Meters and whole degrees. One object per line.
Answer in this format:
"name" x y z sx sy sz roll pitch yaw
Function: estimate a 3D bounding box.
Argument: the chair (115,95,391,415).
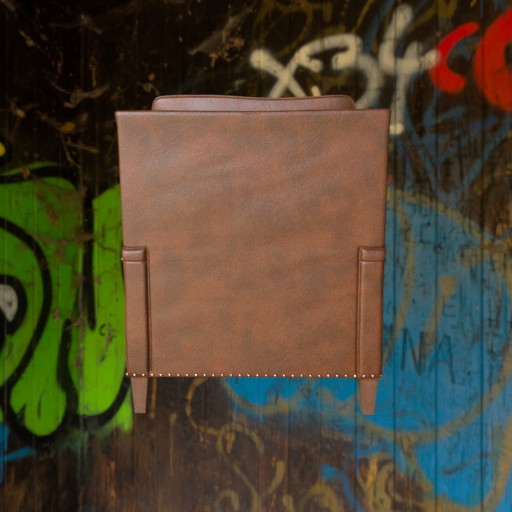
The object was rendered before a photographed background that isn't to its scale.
"chair" 0.000 0.000 1.860 0.854 1.054 1.035 0 0 1
